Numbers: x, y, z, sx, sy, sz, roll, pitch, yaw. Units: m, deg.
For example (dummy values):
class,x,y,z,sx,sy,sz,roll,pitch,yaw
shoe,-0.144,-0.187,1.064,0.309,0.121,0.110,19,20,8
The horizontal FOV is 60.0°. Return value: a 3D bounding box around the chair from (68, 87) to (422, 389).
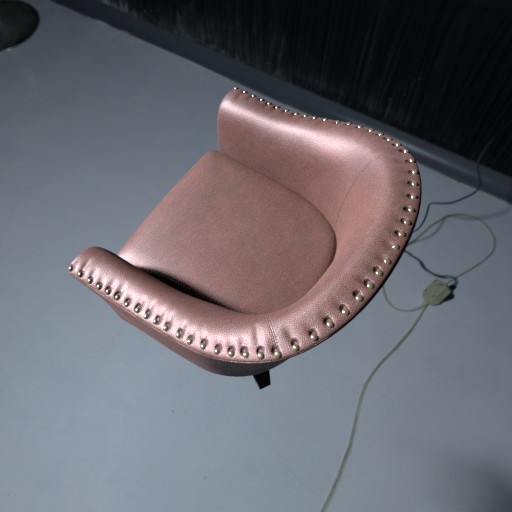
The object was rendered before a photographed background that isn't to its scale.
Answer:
class,x,y,z,sx,sy,sz,roll,pitch,yaw
chair,0.000,0.000,1.413,0.748,0.823,0.794,31,68,14
